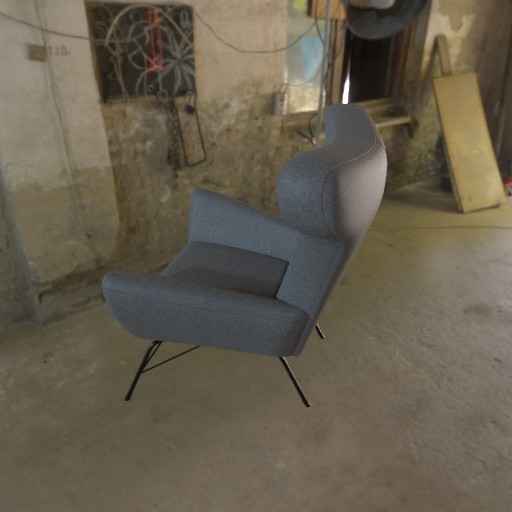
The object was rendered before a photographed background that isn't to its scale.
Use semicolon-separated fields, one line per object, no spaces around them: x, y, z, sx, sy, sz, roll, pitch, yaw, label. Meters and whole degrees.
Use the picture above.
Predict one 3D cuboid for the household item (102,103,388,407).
0.000;0.000;1.753;0.900;1.050;0.980;7;30;13;household item
